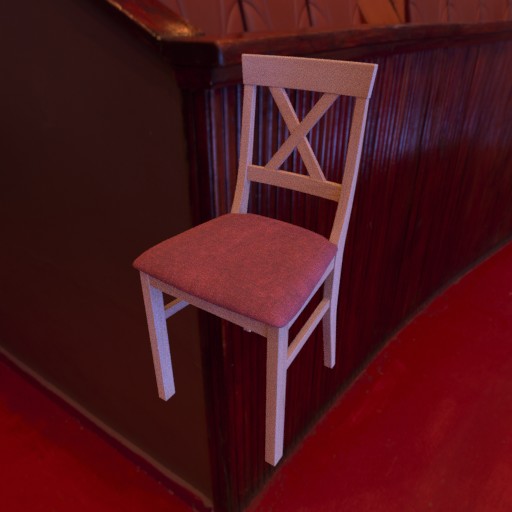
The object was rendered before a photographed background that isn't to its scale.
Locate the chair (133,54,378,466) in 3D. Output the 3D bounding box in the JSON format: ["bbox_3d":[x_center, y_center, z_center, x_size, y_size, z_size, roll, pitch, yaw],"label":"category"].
[{"bbox_3d":[0.000,0.000,1.163,0.439,0.912,0.492,19,35,29],"label":"chair"}]
